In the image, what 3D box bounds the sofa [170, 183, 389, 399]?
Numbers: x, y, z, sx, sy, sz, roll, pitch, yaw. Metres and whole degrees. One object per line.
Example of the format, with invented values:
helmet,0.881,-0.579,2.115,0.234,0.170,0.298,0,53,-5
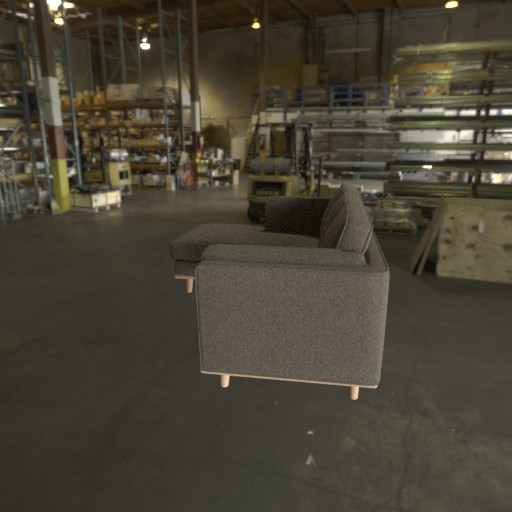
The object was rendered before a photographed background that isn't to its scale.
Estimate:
sofa,0.000,0.000,3.230,1.604,0.929,2.411,3,15,10
